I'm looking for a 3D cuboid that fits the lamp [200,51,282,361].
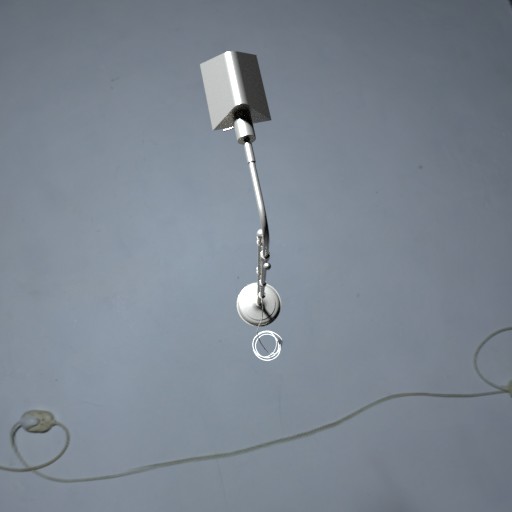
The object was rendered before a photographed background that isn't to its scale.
[{"bbox_3d":[0.000,0.000,1.823,0.256,1.571,0.813,-11,76,-3],"label":"lamp"}]
